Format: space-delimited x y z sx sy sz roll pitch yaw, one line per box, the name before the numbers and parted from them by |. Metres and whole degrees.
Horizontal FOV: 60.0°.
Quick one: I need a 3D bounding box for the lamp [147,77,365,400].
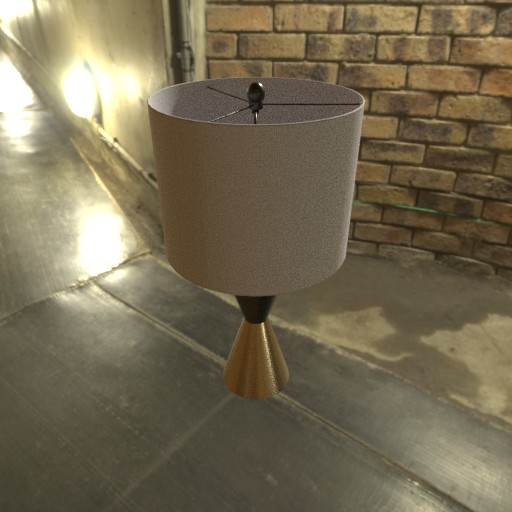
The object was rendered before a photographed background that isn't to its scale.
lamp | 0.000 0.000 0.771 0.304 0.573 0.304 0 32 0
